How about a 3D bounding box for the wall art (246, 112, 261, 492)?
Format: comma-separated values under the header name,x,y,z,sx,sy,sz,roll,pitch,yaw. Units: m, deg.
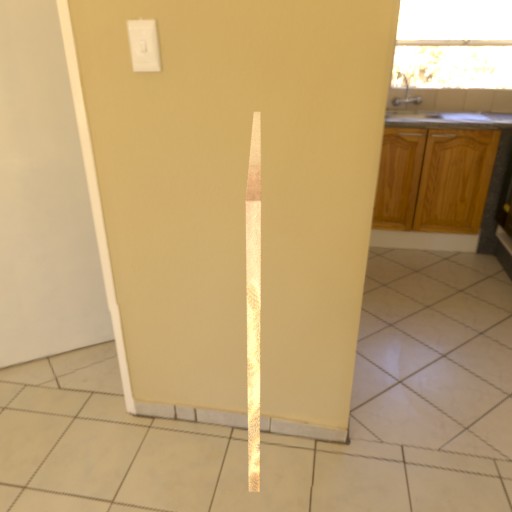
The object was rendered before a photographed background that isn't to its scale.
name,x,y,z,sx,sy,sz,roll,pitch,yaw
wall art,0.000,0.000,1.943,0.038,1.012,1.525,0,25,0
